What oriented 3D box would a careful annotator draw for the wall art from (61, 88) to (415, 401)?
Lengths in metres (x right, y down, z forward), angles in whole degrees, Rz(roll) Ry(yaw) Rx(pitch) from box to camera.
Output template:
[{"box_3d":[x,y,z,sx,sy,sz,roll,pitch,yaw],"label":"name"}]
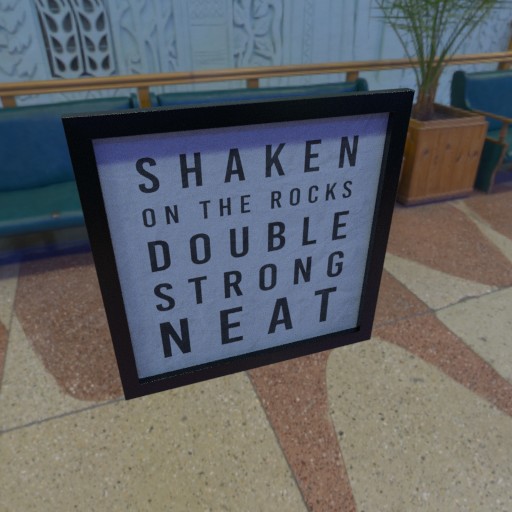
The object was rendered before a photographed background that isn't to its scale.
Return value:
[{"box_3d":[0.000,0.000,0.516,0.349,0.349,0.014,-10,33,-16],"label":"wall art"}]
